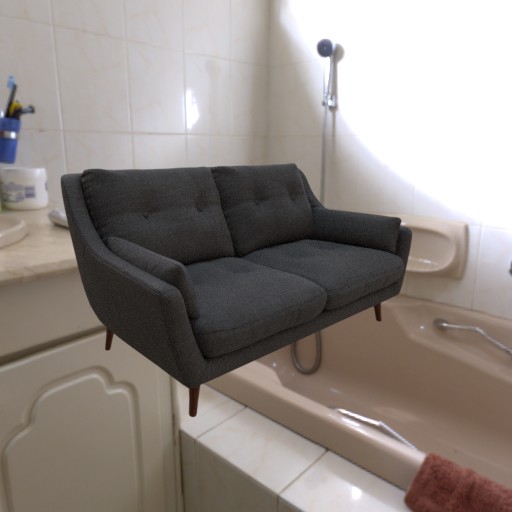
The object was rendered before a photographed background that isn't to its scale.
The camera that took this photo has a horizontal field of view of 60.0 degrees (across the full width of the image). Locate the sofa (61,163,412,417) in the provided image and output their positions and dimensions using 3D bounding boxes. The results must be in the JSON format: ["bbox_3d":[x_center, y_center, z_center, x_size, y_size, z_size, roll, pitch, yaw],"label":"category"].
[{"bbox_3d":[0.000,0.000,2.244,1.646,0.887,0.976,-13,19,-43],"label":"sofa"}]
